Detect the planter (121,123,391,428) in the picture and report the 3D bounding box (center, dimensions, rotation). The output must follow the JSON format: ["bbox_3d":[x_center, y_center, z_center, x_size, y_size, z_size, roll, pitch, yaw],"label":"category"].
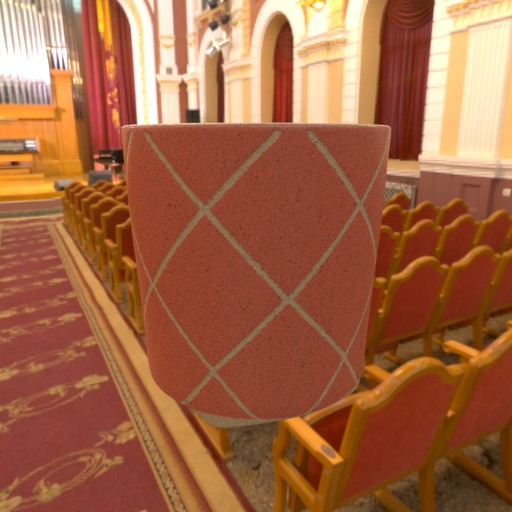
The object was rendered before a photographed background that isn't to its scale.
[{"bbox_3d":[0.000,0.000,0.418,0.227,0.235,0.227,0,15,0],"label":"planter"}]
